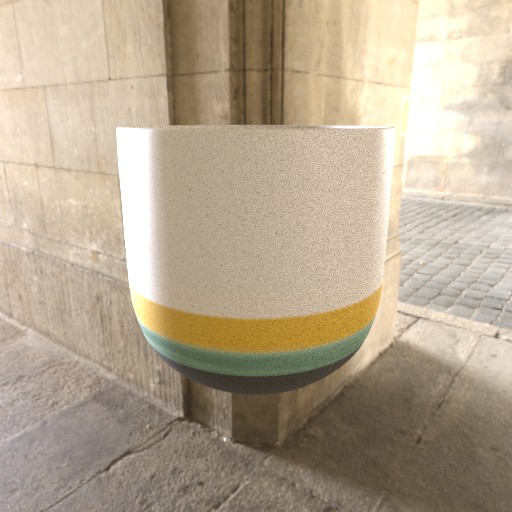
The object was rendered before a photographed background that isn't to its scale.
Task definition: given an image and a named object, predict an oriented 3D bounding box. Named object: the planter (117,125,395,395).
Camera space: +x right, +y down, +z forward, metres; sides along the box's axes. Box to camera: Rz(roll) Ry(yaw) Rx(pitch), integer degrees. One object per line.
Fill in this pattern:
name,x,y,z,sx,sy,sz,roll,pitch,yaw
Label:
planter,0.000,0.000,0.481,0.268,0.270,0.268,0,17,0
